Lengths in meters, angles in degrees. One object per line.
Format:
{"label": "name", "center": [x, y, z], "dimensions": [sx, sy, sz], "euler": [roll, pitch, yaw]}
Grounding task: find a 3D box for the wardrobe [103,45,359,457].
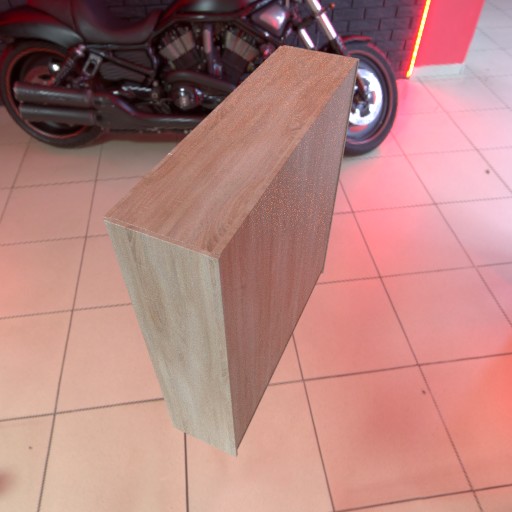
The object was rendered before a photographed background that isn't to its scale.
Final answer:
{"label": "wardrobe", "center": [0.000, 0.000, 3.197], "dimensions": [0.598, 2.159, 1.998], "euler": [18, 50, 17]}
